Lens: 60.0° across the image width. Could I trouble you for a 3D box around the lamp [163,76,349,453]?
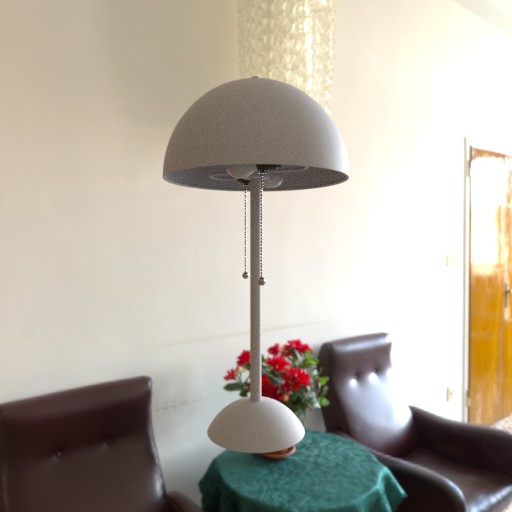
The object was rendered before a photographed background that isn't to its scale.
[{"bbox_3d":[0.000,0.000,0.416,0.171,0.330,0.171,0,1,0],"label":"lamp"}]
